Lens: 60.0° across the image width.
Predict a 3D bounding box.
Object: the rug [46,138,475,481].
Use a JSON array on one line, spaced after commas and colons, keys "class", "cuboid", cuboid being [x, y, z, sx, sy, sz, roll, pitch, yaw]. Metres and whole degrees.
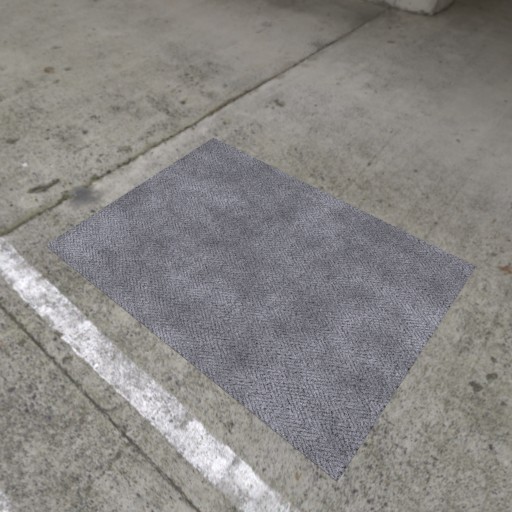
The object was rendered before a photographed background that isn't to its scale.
[{"class": "rug", "cuboid": [0.000, 0.000, 2.824, 2.235, 0.008, 1.600, 31, 55, 25]}]
